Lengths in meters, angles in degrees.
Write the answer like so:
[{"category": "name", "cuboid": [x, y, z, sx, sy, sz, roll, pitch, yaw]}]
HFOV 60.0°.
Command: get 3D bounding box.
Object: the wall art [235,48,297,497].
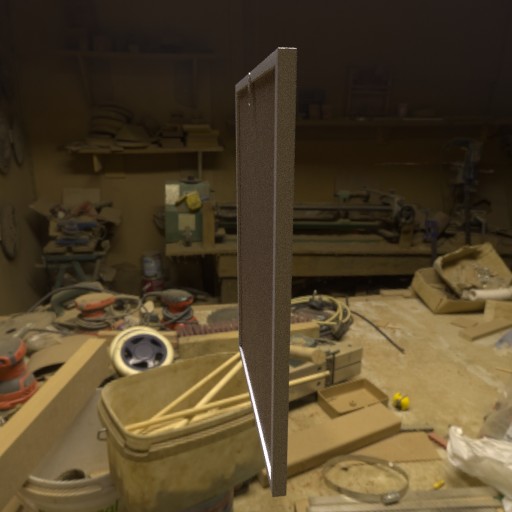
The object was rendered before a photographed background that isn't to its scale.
[{"category": "wall art", "cuboid": [0.000, 0.000, 1.372, 0.042, 1.056, 0.805, -2, 16, -8]}]
